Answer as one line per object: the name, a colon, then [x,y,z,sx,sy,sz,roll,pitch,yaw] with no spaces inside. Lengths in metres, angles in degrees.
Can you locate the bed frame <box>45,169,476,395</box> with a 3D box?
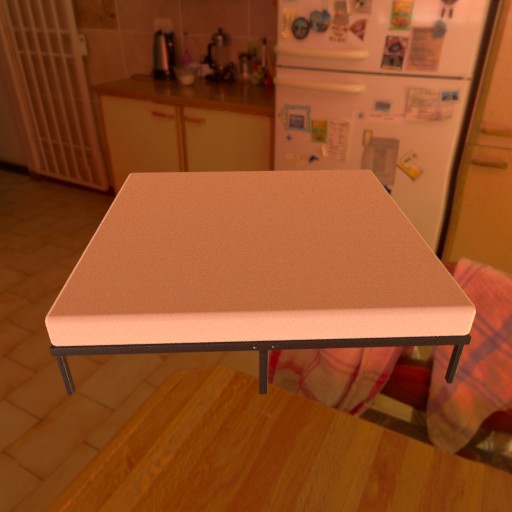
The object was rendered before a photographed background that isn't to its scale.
bed frame: [0.000,0.000,3.887,2.635,0.680,2.526,-1,31,-2]
